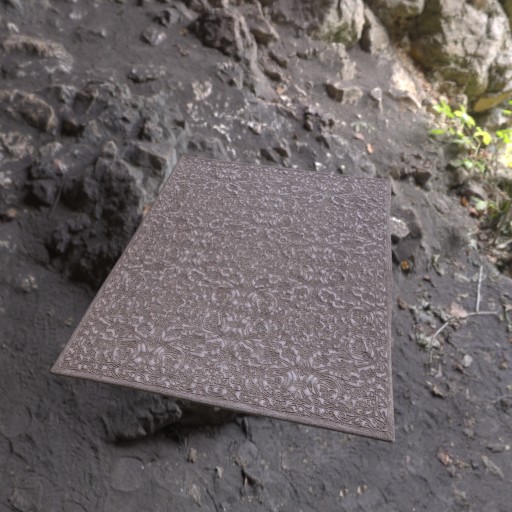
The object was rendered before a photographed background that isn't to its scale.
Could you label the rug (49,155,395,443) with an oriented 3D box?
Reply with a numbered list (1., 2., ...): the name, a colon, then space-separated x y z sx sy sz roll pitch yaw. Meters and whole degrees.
1. rug: 0.000 0.000 4.105 2.472 0.035 3.017 8 45 8
